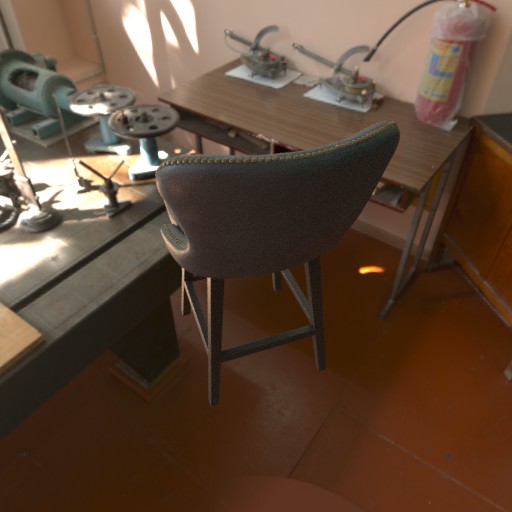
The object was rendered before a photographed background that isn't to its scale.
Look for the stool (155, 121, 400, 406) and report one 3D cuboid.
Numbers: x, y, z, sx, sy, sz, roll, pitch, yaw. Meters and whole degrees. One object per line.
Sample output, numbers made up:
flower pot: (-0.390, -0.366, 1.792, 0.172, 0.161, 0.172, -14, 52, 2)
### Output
stool: (0.000, 0.000, 1.310, 0.528, 0.971, 0.593, -14, 44, -15)
